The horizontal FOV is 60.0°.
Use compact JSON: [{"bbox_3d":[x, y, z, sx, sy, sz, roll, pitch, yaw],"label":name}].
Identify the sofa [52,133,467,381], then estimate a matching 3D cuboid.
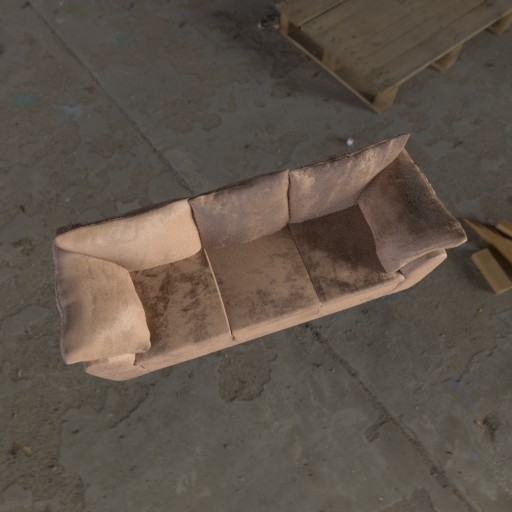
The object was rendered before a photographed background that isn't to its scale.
[{"bbox_3d":[0.000,0.000,2.869,2.377,0.981,0.893,-17,64,-8],"label":"sofa"}]
